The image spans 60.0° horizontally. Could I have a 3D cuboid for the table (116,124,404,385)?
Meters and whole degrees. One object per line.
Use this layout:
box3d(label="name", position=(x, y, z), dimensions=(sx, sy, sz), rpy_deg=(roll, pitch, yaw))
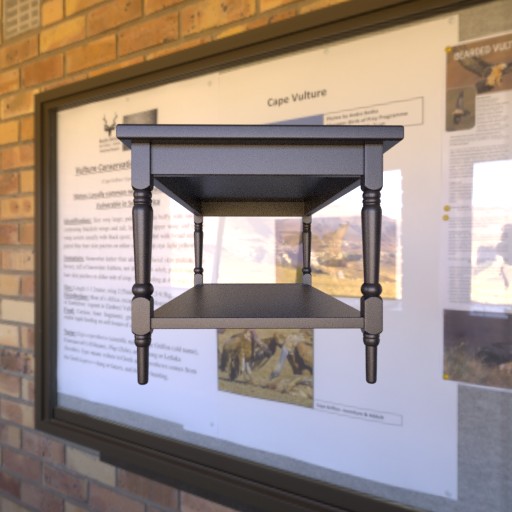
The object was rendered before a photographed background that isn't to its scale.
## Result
box3d(label="table", position=(0.000, 0.000, 1.398), dimensions=(0.550, 0.510, 1.107), rpy_deg=(0, 0, -1))
